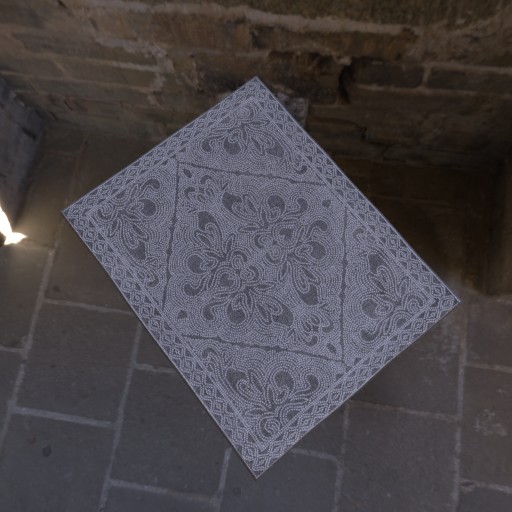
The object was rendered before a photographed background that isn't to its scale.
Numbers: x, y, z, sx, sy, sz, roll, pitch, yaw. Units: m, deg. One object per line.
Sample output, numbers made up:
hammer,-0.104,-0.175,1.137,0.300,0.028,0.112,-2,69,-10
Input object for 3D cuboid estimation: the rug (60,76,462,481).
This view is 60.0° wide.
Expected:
rug,0.000,0.000,4.159,2.438,0.012,3.048,-37,79,-9
